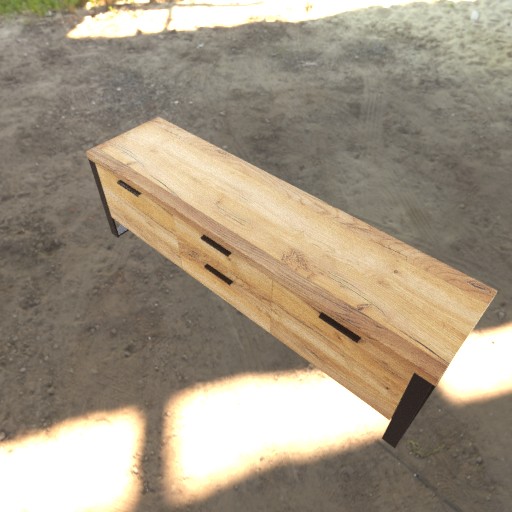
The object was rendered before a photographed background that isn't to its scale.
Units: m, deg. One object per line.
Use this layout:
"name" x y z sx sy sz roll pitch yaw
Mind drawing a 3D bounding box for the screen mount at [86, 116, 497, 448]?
"screen mount" 0.000 0.000 1.695 1.524 0.450 0.395 33 54 28
